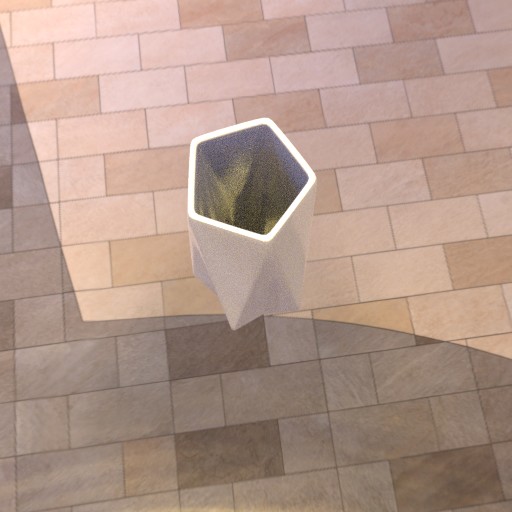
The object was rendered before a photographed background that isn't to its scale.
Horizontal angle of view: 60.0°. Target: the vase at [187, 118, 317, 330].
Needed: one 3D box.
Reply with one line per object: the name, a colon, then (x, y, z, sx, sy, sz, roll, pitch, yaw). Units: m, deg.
vase: (0.000, 0.000, 0.384, 0.116, 0.329, 0.122, 36, 80, 8)
